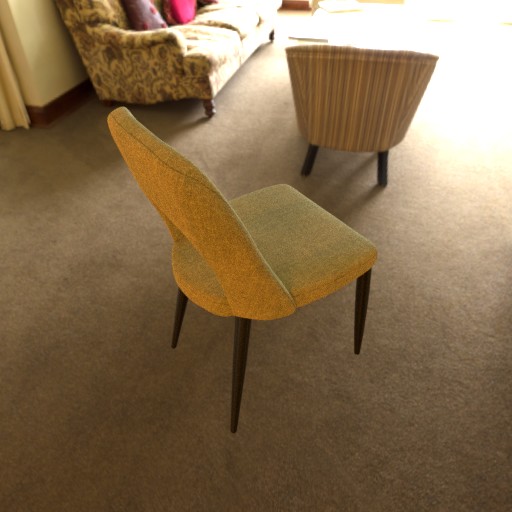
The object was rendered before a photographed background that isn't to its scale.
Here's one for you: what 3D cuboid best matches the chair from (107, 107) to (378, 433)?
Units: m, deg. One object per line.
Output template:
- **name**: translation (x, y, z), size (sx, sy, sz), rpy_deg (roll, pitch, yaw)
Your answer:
- **chair**: translation (0.000, 0.000, 1.285), size (0.612, 0.931, 0.470), rpy_deg (-25, 46, -26)
